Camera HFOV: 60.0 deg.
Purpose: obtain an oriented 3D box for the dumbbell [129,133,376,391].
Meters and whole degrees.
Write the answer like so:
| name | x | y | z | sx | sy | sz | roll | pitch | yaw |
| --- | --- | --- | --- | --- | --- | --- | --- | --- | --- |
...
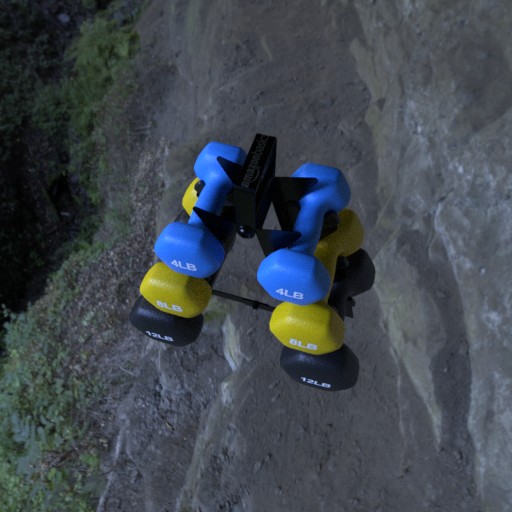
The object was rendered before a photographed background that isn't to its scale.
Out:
| name | x | y | z | sx | sy | sz | roll | pitch | yaw |
| --- | --- | --- | --- | --- | --- | --- | --- | --- | --- |
| dumbbell | 0.000 | 0.000 | 0.698 | 0.409 | 0.426 | 0.255 | 14 | 59 | 9 |
